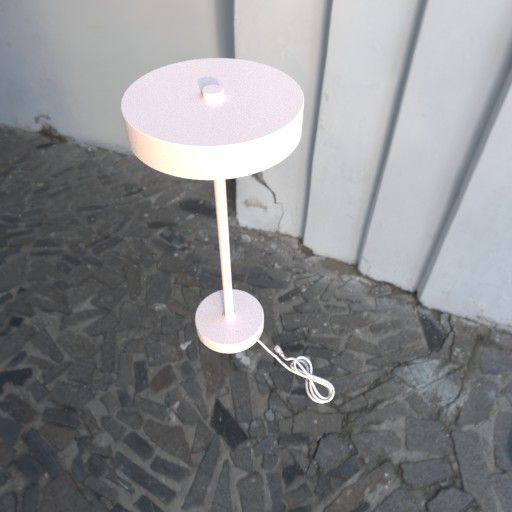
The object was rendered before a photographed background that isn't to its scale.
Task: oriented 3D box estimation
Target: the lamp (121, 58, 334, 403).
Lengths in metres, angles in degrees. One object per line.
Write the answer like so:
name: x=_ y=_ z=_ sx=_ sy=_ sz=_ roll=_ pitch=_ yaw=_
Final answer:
lamp: x=0.000 y=0.000 z=0.705 sx=0.369 sy=0.508 sz=0.229 roll=31 pitch=54 yaw=26
